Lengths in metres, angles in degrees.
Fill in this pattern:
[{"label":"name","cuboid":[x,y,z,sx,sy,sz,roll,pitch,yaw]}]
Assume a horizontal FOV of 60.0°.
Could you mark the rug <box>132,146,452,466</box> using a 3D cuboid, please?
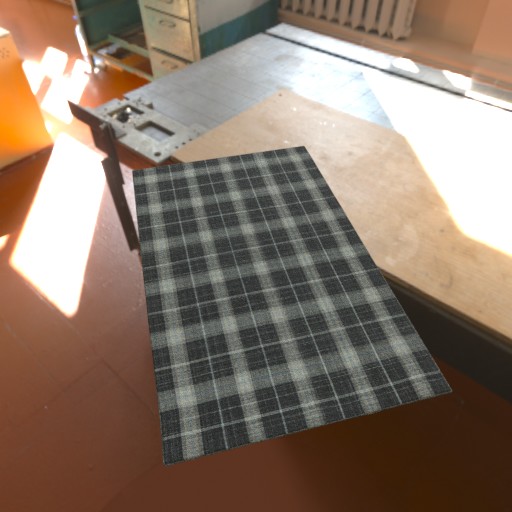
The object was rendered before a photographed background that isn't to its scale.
[{"label":"rug","cuboid":[0.000,0.000,3.016,1.520,0.015,2.434,-10,47,-10]}]
